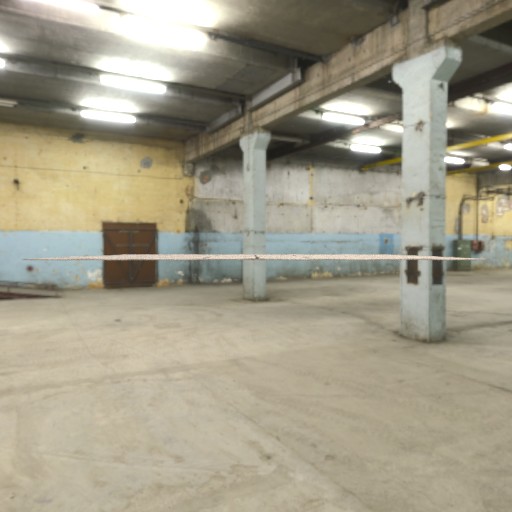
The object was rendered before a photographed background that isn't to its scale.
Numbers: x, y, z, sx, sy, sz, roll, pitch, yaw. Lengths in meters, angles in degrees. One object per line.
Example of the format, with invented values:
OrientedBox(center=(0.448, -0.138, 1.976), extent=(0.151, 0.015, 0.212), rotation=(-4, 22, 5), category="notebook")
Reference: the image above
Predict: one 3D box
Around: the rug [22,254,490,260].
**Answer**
OrientedBox(center=(0.000, 0.000, 4.087), extent=(3.061, 0.022, 2.468), rotation=(0, 1, 0), category="rug")
